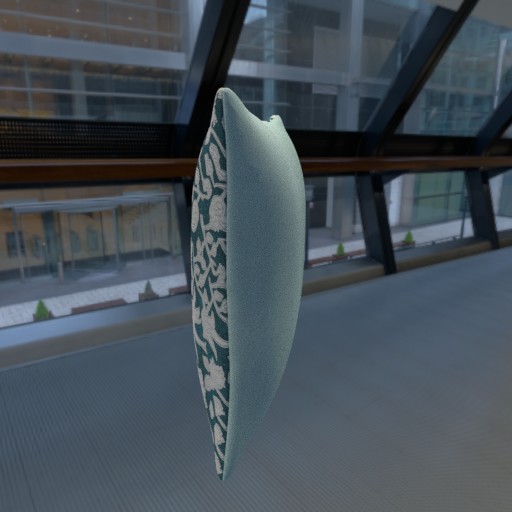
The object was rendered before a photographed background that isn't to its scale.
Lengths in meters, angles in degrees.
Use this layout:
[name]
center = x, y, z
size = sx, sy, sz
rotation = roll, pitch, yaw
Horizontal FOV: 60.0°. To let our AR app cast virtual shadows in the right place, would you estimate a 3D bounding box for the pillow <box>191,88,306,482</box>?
[pillow]
center = 0.000, 0.000, 0.789
size = 0.166, 0.508, 0.525
rotation = 2, 15, 9
